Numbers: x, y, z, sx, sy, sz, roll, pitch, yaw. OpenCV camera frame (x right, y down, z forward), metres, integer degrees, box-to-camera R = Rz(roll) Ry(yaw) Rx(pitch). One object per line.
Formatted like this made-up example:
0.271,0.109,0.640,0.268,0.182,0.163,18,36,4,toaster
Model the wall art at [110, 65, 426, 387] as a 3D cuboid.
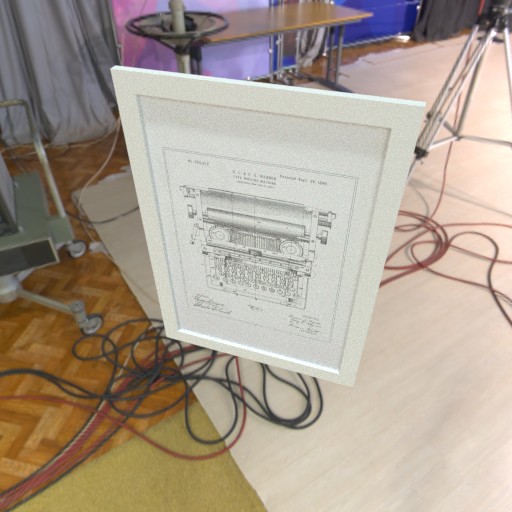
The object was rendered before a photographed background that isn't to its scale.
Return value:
0.000,0.000,0.692,0.381,0.533,0.013,12,43,13,wall art
